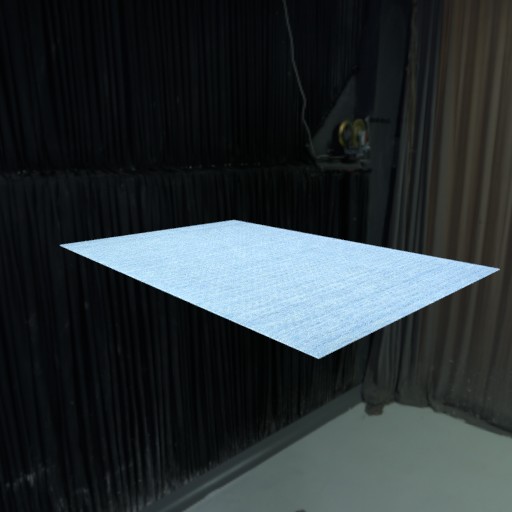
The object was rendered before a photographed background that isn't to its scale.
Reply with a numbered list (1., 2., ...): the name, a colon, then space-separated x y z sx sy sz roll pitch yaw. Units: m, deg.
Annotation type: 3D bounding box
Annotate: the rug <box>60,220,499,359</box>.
1. rug: 0.000 0.000 3.490 1.982 0.006 2.895 -13 19 -41
